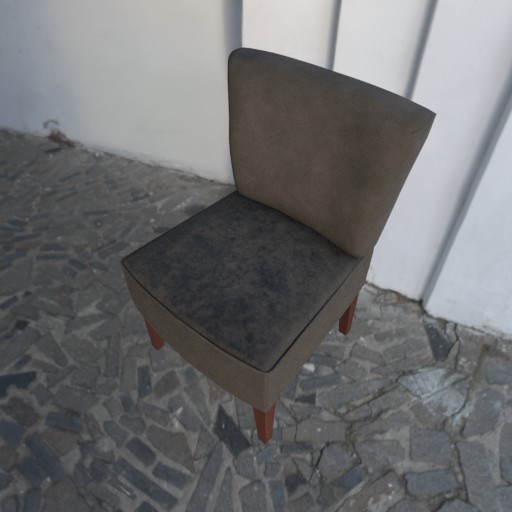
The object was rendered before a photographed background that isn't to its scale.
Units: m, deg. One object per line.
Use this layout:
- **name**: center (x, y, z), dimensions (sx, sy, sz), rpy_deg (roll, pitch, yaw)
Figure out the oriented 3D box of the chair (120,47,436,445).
- **chair**: center (0.000, 0.000, 1.150), dimensions (0.521, 0.806, 0.554), rpy_deg (32, 54, 27)
